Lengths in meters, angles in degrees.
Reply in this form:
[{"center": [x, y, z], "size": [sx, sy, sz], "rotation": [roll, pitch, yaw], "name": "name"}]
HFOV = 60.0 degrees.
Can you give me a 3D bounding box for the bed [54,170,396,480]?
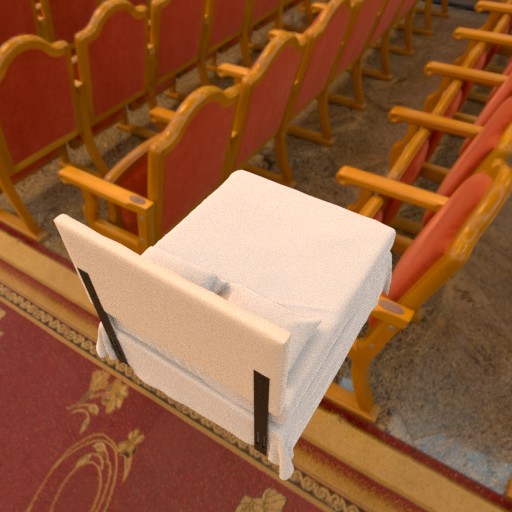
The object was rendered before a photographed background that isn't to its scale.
[{"center": [0.000, 0.000, 3.535], "size": [1.936, 1.577, 2.222], "rotation": [25, 52, 21], "name": "bed"}]
